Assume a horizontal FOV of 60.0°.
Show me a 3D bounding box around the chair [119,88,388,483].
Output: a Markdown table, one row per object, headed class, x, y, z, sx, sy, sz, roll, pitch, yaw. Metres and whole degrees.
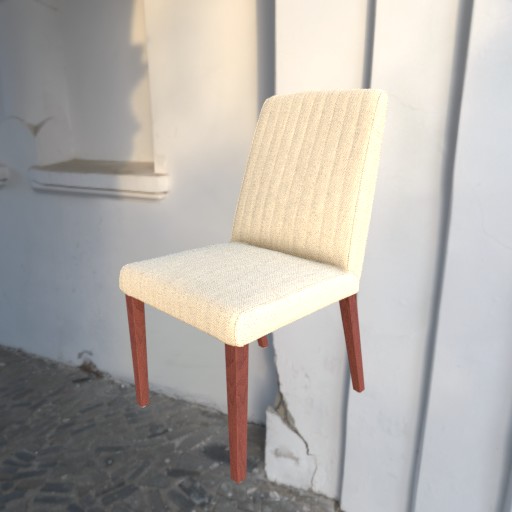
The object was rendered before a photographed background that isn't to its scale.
| class | x | y | z | sx | sy | sz | roll | pitch | yaw |
| --- | --- | --- | --- | --- | --- | --- | --- | --- | --- |
| chair | 0.000 | 0.000 | 1.234 | 0.480 | 0.900 | 0.594 | 15 | 22 | 43 |
